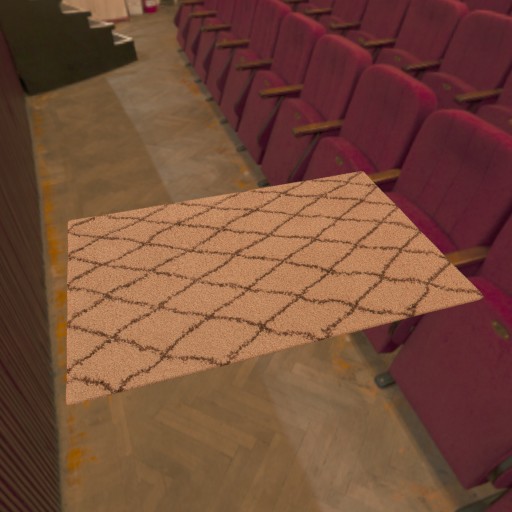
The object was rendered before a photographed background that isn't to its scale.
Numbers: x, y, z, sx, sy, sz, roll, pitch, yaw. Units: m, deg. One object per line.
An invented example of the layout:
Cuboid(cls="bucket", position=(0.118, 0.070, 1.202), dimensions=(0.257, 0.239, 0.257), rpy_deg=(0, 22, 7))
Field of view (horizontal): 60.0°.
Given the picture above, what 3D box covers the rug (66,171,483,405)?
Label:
Cuboid(cls="rug", position=(0.000, 0.000, 3.383), dimensions=(2.743, 0.030, 1.778), rpy_deg=(-12, 42, -13))
